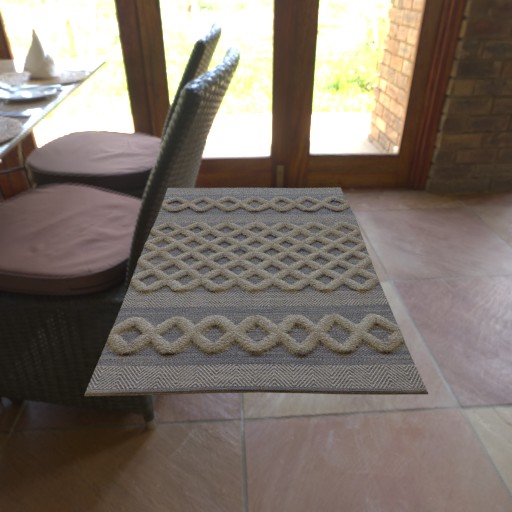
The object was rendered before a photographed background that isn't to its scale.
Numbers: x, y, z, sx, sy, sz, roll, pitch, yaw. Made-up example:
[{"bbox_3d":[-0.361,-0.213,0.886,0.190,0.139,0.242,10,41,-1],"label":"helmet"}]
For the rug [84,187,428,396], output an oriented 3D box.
[{"bbox_3d":[0.000,0.000,2.330,1.222,0.030,1.823,0,32,0],"label":"rug"}]
